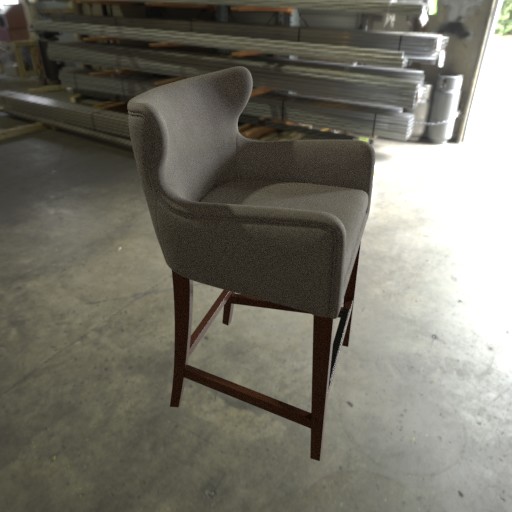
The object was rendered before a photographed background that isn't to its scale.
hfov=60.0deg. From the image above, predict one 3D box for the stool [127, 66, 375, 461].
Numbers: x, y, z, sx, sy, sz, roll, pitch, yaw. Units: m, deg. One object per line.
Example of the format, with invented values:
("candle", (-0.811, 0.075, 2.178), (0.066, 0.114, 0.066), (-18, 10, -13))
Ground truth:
("stool", (0.000, 0.000, 1.302), (0.575, 0.951, 0.575), (10, 33, 16))
